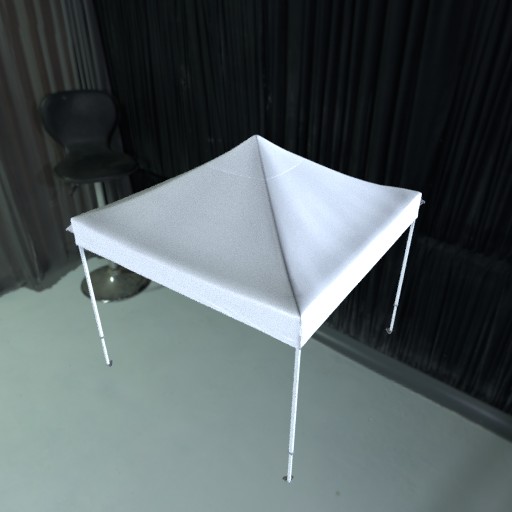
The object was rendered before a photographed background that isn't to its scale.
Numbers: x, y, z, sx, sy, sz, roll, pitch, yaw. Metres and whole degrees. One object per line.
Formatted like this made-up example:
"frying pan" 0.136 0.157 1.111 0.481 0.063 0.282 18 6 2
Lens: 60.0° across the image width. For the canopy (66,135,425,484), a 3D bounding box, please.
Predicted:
"canopy" 0.000 0.000 5.458 2.994 2.998 2.996 20 37 29
